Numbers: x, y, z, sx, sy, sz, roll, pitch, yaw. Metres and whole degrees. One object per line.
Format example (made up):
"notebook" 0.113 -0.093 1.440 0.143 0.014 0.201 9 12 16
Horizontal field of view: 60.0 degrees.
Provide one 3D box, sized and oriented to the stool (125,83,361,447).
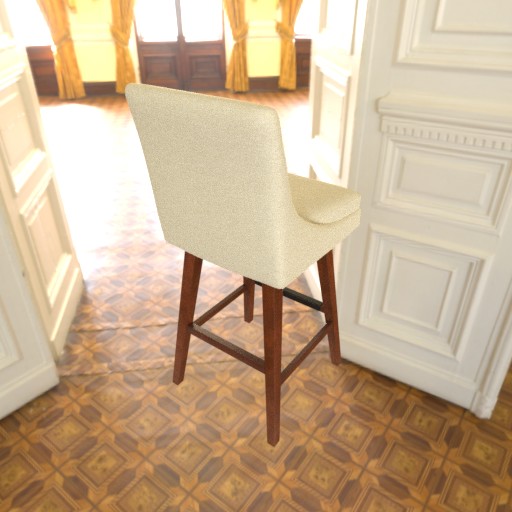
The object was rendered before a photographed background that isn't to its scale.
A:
"stool" 0.000 0.000 1.435 0.470 1.097 0.559 21 37 30
